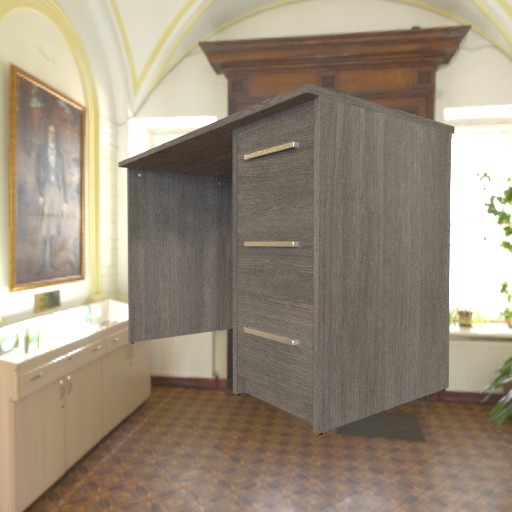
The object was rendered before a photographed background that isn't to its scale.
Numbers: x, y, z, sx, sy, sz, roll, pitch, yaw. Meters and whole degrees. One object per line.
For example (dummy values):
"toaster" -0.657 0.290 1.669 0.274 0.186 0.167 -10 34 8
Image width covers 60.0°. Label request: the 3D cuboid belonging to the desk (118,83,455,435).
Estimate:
"desk" 0.000 0.000 1.514 0.560 0.735 1.097 -1 2 -37
